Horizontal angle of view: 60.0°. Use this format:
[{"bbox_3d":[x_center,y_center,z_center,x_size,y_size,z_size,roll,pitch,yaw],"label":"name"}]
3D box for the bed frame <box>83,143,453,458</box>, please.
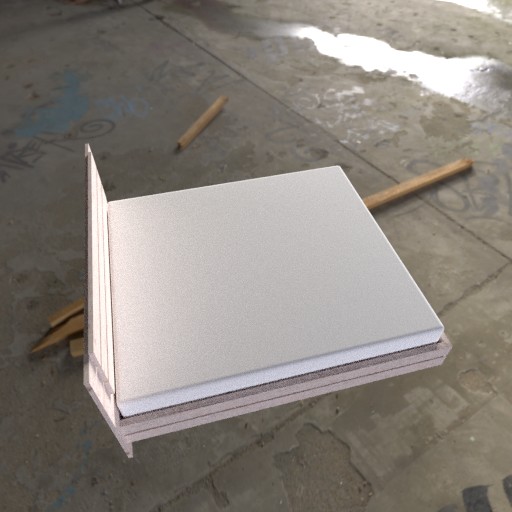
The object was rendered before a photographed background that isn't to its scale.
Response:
[{"bbox_3d":[0.000,0.000,3.122,2.080,0.970,1.950,-11,48,-10],"label":"bed frame"}]
